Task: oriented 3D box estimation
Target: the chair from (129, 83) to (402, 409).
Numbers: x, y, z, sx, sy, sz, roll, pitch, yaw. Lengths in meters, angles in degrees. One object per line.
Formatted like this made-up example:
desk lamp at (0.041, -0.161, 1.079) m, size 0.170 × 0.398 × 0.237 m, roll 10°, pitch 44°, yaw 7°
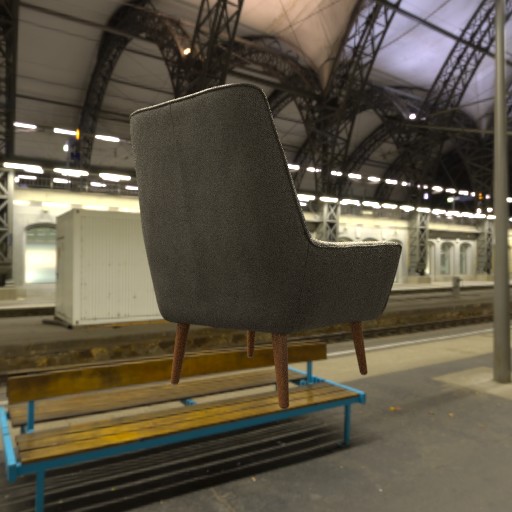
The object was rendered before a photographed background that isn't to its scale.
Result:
chair at (0.000, 0.000, 1.552) m, size 0.787 × 0.888 × 0.822 m, roll -1°, pitch -1°, yaw 35°
